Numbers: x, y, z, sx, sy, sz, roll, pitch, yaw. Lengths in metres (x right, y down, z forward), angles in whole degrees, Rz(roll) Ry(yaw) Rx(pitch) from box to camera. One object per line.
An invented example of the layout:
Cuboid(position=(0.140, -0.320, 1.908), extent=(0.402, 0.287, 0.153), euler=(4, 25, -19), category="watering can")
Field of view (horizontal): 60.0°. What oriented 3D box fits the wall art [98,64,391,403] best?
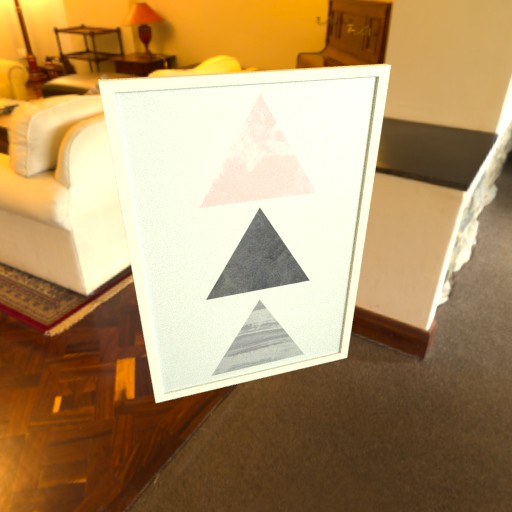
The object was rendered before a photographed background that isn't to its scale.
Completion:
Cuboid(position=(0.000, 0.000, 0.843), extent=(0.456, 0.656, 0.013), euler=(-9, 33, -15), category="wall art")
